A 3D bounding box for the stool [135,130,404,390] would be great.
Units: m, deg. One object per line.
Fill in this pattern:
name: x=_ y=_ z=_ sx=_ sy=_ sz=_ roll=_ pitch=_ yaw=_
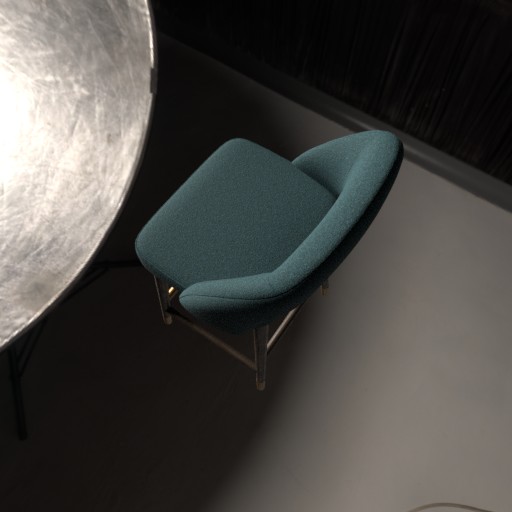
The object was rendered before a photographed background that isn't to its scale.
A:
stool: x=0.000 y=0.000 z=1.267 sx=0.522 sy=0.939 sz=0.536 roll=32 pitch=67 yaw=15
